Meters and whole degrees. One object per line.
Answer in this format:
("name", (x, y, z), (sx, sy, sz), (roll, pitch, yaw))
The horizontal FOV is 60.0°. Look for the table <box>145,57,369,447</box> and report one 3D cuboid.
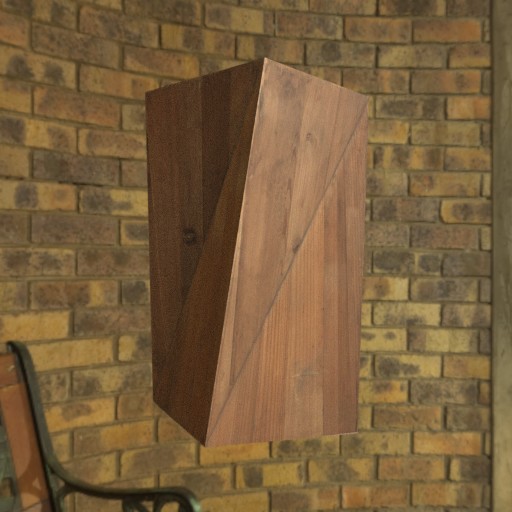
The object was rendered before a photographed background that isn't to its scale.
("table", (0.000, 0.000, 0.895), (0.425, 0.604, 0.441), (0, 0, -2))
